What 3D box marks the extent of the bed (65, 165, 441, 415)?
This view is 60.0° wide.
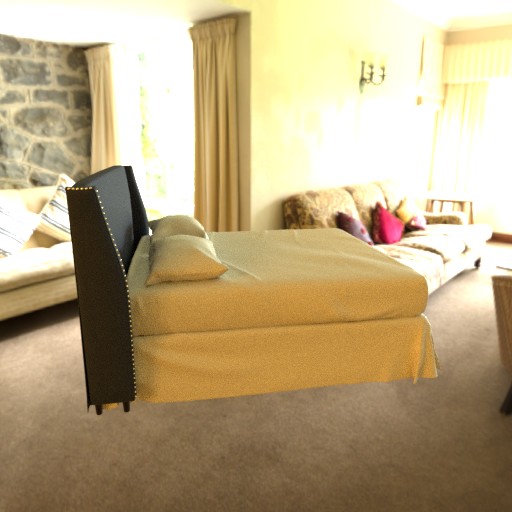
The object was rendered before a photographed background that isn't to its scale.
[{"bbox_3d":[0.000,0.000,3.440,2.276,1.332,1.925,-3,15,-9],"label":"bed"}]
